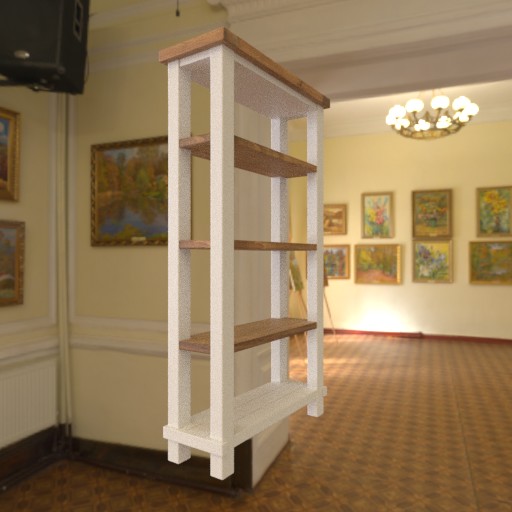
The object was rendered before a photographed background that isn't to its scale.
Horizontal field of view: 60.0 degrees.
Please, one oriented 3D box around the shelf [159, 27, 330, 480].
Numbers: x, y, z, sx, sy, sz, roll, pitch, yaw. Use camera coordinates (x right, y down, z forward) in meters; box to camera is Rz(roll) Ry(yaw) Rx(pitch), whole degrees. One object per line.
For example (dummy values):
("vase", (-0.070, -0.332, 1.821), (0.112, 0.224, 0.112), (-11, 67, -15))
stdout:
("shelf", (0.000, 0.000, 2.342), (0.381, 1.878, 1.022), (0, 0, 34))
